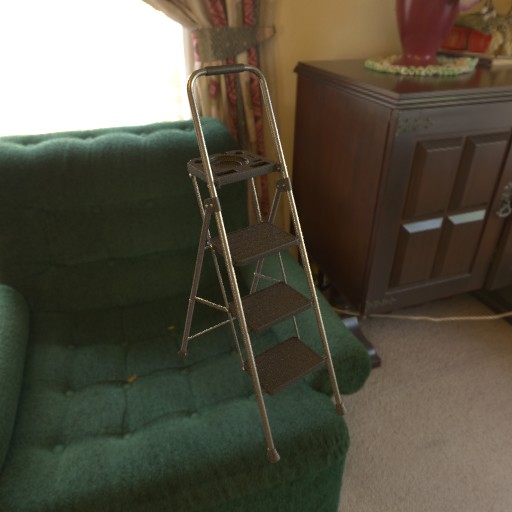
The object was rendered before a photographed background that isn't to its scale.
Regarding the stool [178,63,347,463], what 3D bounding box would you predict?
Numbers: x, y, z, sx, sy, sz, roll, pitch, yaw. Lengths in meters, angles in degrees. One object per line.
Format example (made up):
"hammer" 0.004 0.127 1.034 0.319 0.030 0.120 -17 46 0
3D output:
"stool" 0.000 0.000 1.643 0.396 1.277 0.733 -21 36 -31
